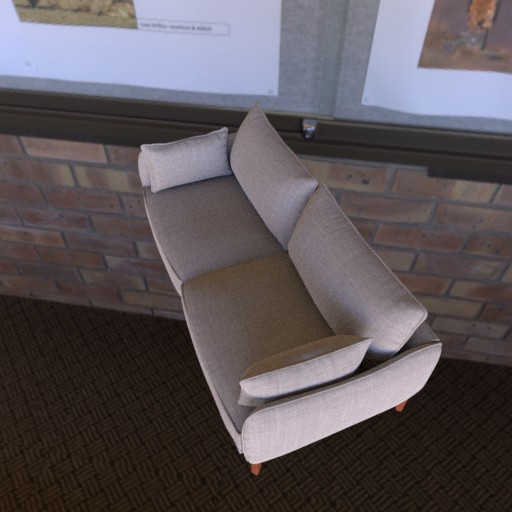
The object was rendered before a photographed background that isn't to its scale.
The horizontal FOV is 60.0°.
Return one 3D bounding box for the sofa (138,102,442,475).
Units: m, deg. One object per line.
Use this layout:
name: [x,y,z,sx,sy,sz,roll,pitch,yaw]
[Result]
sofa: [0.000,0.000,2.501,0.972,0.851,1.989,-17,49,-15]
